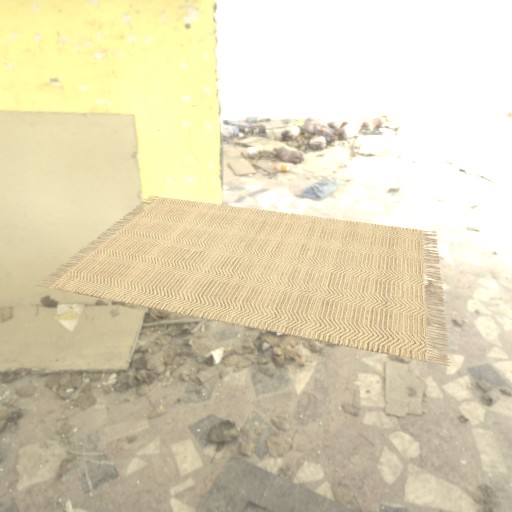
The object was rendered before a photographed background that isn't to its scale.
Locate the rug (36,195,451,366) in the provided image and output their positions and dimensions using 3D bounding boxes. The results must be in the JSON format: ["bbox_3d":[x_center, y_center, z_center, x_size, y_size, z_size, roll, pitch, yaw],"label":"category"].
[{"bbox_3d":[0.000,0.000,2.529,2.021,0.027,1.224,9,32,14],"label":"rug"}]
